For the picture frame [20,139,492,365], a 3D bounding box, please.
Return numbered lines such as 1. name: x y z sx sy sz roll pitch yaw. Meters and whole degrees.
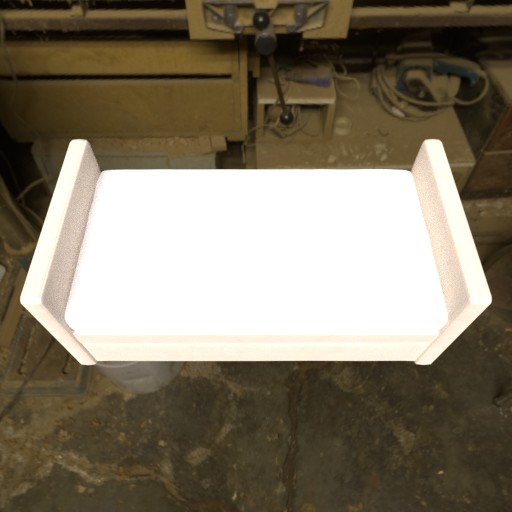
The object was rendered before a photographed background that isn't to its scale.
1. picture frame: 0.000 0.000 2.665 2.161 0.891 1.069 0 57 0
